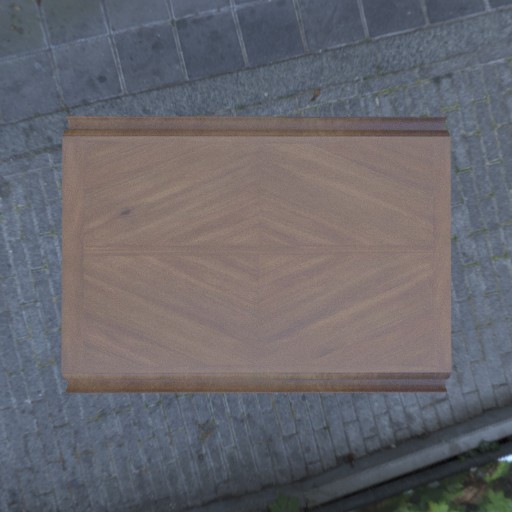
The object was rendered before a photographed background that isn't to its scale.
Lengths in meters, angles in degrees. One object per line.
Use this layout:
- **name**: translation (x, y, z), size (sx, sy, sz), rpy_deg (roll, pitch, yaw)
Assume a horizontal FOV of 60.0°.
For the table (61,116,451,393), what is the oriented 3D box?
- **table**: translation (0.000, 0.000, 1.592), size (0.967, 0.981, 0.701), rpy_deg (0, 89, 0)
